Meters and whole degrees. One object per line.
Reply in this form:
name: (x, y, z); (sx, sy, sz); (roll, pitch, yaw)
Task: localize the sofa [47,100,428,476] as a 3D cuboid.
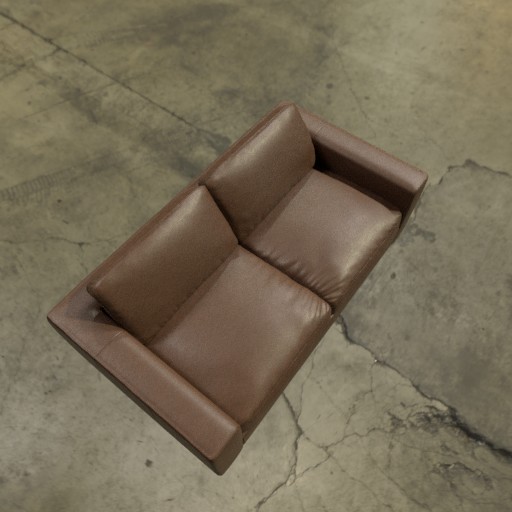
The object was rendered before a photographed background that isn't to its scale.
sofa: (0.000, 0.000, 2.441); (1.070, 0.800, 1.920); (34, 65, 18)
